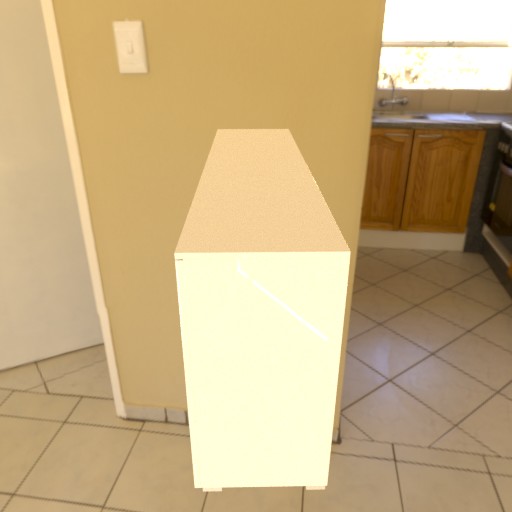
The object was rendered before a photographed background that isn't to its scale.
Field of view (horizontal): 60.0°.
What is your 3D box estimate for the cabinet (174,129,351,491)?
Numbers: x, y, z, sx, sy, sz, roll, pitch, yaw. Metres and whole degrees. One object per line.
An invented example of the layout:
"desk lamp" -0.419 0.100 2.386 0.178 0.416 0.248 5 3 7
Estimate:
"cabinet" 0.000 0.000 1.921 0.400 0.800 1.650 0 25 -1
